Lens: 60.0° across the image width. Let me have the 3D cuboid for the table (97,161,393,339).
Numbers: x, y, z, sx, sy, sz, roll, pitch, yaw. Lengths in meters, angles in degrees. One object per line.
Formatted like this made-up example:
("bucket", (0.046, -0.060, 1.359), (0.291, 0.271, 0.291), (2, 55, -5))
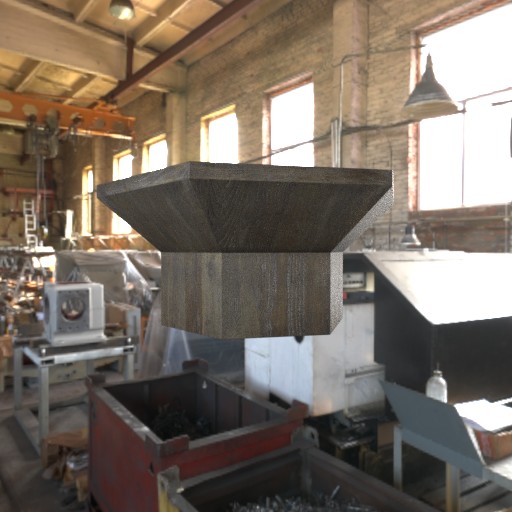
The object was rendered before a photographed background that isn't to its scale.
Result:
("table", (0.000, 0.000, 1.637), (0.966, 0.488, 1.115), (0, 1, 17))
